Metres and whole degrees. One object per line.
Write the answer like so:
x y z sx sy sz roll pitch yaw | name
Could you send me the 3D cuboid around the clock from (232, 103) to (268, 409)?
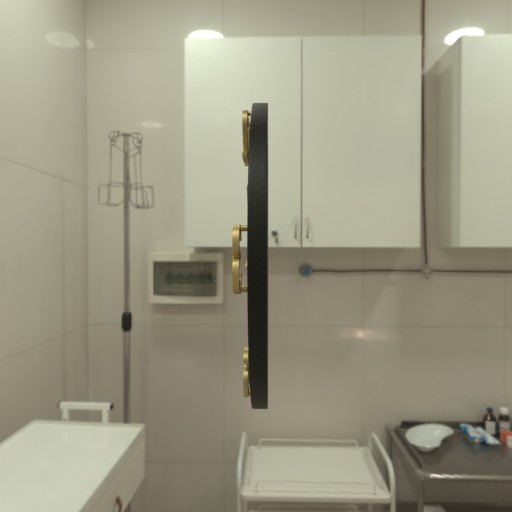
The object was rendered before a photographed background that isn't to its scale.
0.000 0.000 0.695 0.038 0.454 0.454 0 1 2 | clock
